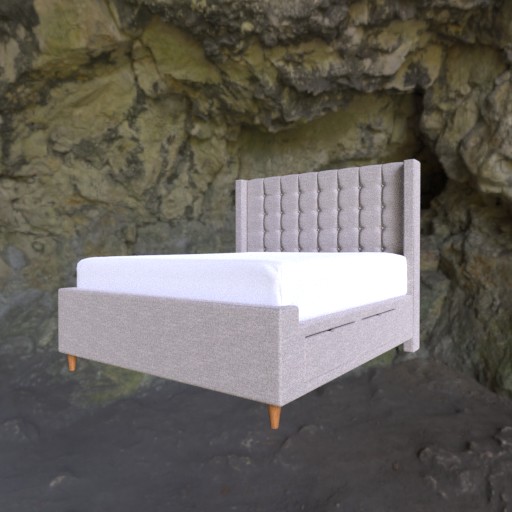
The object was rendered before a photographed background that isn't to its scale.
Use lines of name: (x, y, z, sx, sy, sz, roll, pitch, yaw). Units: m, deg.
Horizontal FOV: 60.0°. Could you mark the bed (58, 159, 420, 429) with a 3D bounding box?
bed: (0.000, 0.000, 3.752, 2.044, 1.748, 2.372, 1, 1, 36)
